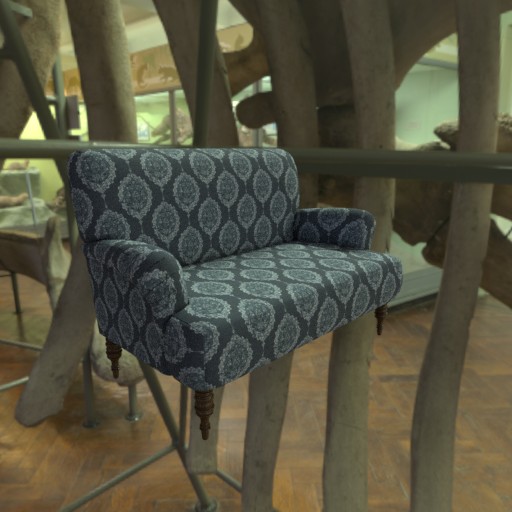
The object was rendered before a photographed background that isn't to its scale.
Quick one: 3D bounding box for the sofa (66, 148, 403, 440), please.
[{"bbox_3d":[0.000,0.000,1.844,0.779,0.867,1.297,13,19,42],"label":"sofa"}]
